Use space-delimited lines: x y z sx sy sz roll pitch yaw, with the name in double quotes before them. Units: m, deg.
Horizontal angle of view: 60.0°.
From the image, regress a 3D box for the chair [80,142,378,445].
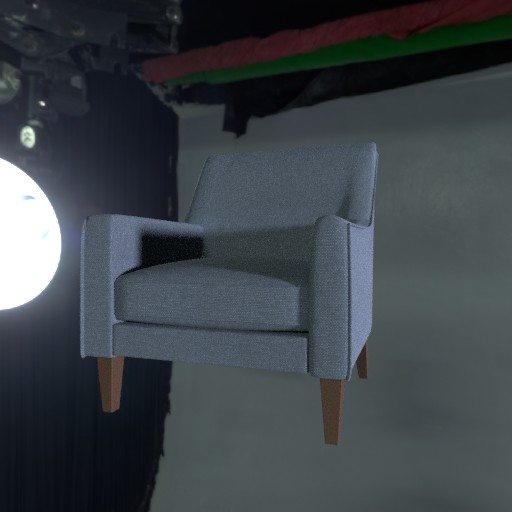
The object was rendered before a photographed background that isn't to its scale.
"chair" 0.000 0.000 1.569 0.780 0.919 0.899 0 1 19
